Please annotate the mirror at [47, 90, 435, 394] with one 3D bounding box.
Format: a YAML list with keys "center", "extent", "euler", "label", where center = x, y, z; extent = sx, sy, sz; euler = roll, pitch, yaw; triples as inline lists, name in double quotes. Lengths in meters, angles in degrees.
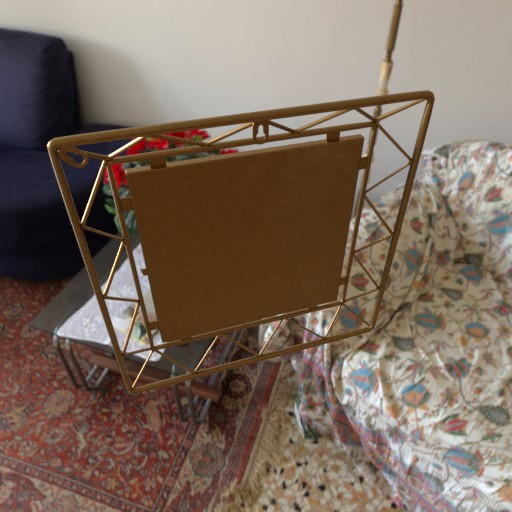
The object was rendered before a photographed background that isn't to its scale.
- center: [0.000, 0.000, 0.597]
  extent: [0.416, 0.414, 0.046]
  euler: [-12, 42, -13]
  label: "mirror"
